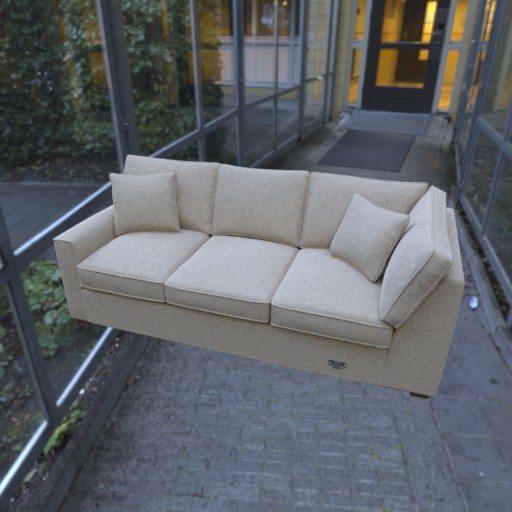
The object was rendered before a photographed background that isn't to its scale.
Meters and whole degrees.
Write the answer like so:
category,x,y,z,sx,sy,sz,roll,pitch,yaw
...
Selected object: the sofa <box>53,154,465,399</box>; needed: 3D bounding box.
category,x,y,z,sx,sy,sz,roll,pitch,yaw
sofa,0.000,0.000,2.838,2.317,0.962,1.061,9,28,17
